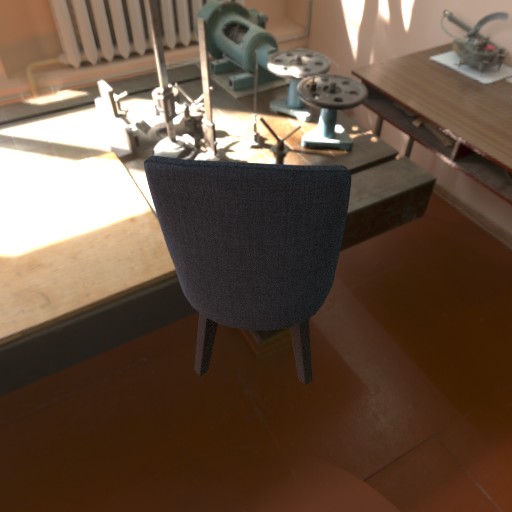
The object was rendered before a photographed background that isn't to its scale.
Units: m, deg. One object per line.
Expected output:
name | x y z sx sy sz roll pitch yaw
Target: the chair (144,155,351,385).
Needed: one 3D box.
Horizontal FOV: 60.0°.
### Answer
chair | 0.000 0.000 1.426 0.510 1.050 0.577 4 45 4
